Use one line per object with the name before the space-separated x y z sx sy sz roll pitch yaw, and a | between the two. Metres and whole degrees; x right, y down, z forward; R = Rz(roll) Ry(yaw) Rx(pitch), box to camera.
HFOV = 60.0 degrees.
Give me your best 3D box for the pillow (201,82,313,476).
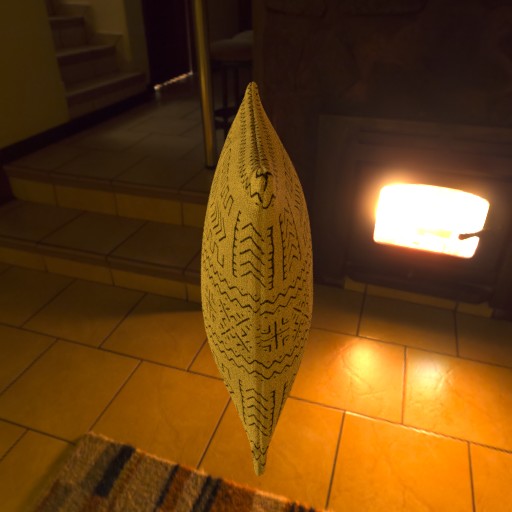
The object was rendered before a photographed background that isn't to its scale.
pillow | 0.000 0.000 0.666 0.164 0.430 0.438 -1 32 -2
